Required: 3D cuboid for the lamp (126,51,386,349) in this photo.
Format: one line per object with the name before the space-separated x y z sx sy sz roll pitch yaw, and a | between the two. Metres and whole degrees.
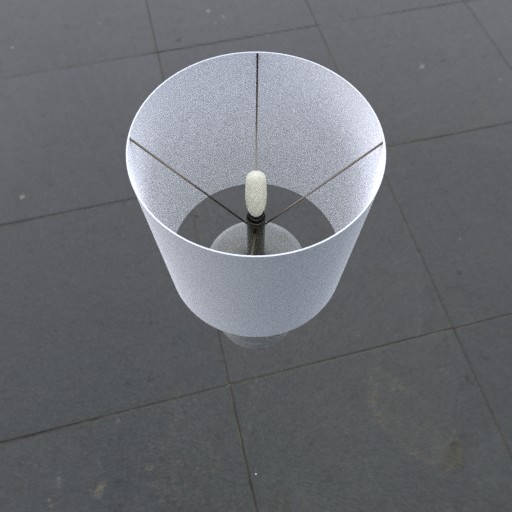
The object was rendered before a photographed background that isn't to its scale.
lamp | 0.000 0.000 0.540 0.206 0.416 0.206 1 64 0
